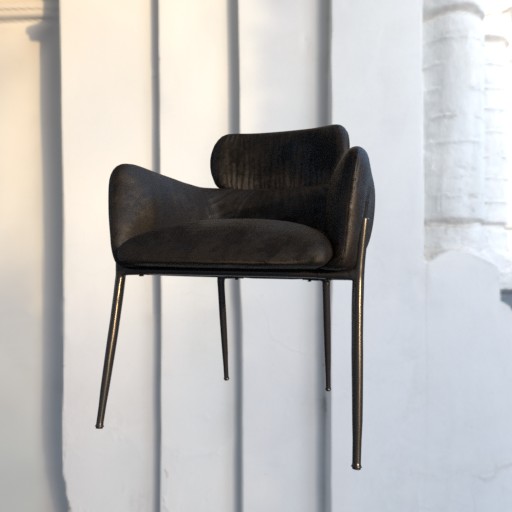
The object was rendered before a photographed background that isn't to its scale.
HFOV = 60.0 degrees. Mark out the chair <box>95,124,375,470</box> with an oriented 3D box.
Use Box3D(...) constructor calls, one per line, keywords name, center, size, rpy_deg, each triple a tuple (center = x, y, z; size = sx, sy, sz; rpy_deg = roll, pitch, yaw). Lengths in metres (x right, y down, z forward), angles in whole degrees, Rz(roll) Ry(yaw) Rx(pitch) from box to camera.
Box3D(name="chair", center=(0.000, 0.000, 1.214), size=(0.640, 0.818, 0.604), rpy_deg=(0, 1, 19))
